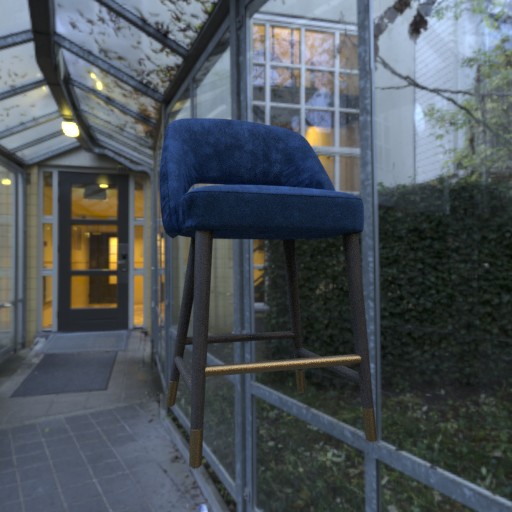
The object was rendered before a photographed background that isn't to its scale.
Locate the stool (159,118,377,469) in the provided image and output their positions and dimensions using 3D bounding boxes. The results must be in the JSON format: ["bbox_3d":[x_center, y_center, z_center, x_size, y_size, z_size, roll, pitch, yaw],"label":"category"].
[{"bbox_3d":[0.000,0.000,1.272,0.536,0.925,0.524,0,0,-18],"label":"stool"}]
